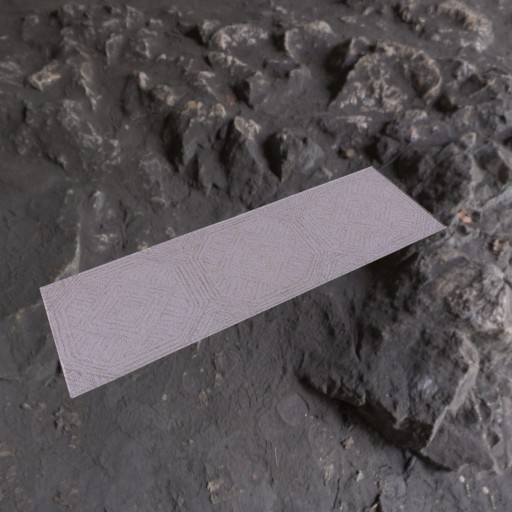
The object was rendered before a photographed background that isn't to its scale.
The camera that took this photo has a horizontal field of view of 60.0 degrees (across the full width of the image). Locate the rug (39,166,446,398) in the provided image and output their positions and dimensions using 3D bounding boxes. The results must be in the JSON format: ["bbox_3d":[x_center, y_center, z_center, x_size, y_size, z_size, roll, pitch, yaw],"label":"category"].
[{"bbox_3d":[0.000,0.000,2.748,2.452,0.012,0.775,-22,51,-19],"label":"rug"}]
